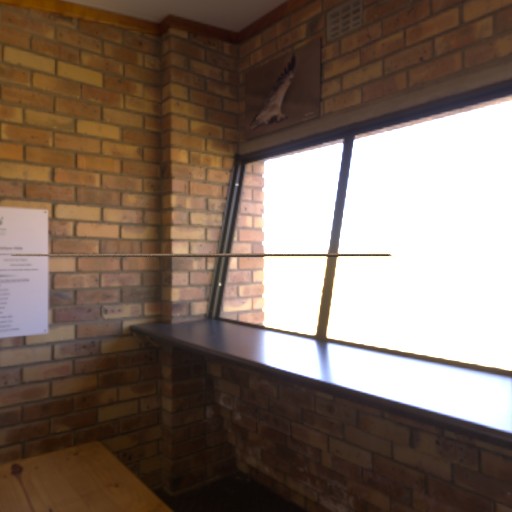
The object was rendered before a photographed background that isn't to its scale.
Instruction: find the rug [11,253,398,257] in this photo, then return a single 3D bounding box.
[{"bbox_3d":[0.000,0.000,3.915,2.363,0.012,2.980,0,0,18],"label":"rug"}]
